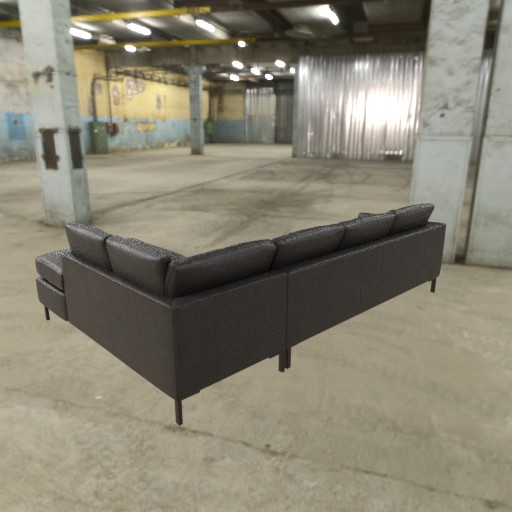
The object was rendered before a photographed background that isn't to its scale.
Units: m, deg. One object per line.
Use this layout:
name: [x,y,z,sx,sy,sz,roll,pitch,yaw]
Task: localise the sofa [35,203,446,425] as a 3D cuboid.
sofa: [0.000,0.000,3.786,2.984,0.877,1.938,-14,21,-42]
